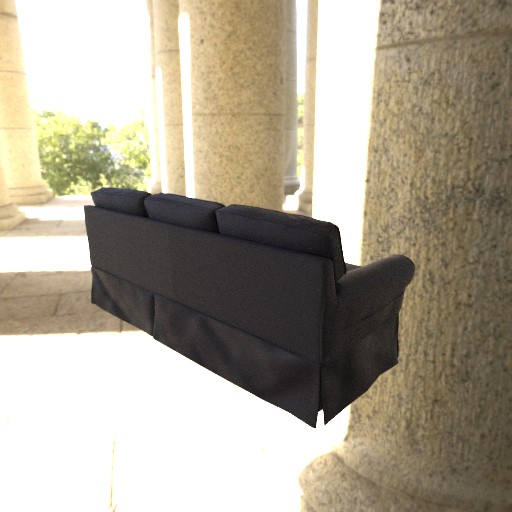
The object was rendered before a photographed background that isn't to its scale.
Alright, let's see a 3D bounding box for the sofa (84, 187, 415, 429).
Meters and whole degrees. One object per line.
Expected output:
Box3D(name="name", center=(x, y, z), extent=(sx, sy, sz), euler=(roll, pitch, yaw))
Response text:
Box3D(name="sofa", center=(0.000, 0.000, 3.452), extent=(2.518, 1.039, 1.637), euler=(14, 20, 43))
